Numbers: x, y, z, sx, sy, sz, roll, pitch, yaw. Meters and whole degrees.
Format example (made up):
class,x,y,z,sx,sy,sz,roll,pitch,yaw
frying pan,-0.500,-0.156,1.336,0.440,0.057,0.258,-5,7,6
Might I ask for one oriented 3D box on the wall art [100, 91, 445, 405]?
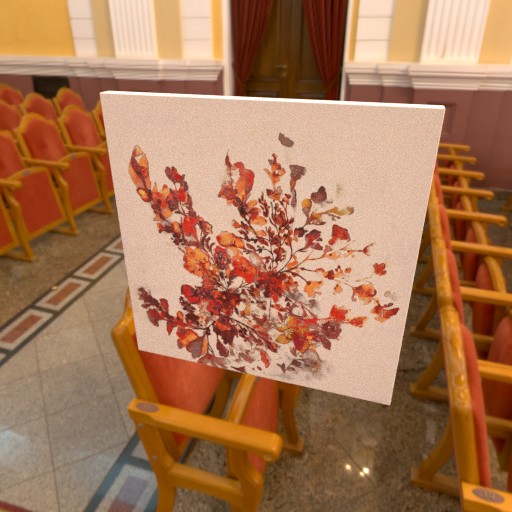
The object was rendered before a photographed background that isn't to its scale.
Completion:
class,x,y,z,sx,sy,sz,roll,pitch,yaw
wall art,0.000,0.000,1.120,0.757,0.757,0.037,8,28,16
